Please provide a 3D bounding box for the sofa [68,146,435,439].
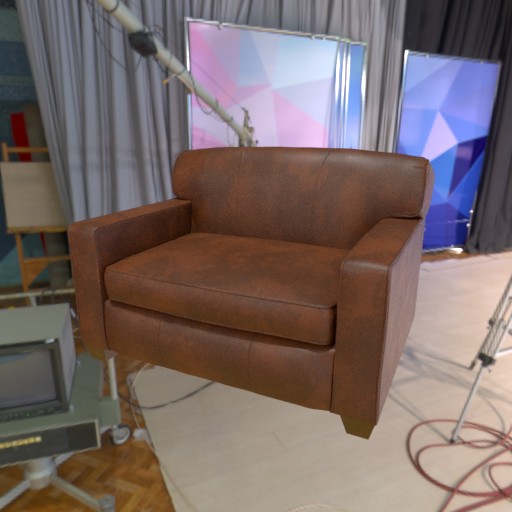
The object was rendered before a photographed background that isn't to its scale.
[{"bbox_3d":[0.000,0.000,2.063,1.413,0.956,1.000,8,18,25],"label":"sofa"}]
